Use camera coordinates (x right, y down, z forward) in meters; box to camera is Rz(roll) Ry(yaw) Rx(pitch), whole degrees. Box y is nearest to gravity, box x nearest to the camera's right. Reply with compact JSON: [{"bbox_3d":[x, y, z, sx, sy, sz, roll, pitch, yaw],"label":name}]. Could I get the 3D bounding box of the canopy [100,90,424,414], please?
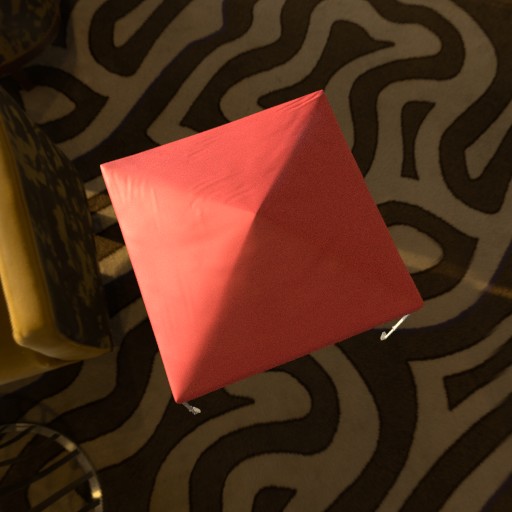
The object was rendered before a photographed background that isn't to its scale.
[{"bbox_3d":[0.000,0.000,6.329,3.600,3.600,3.599,-20,77,-5],"label":"canopy"}]
